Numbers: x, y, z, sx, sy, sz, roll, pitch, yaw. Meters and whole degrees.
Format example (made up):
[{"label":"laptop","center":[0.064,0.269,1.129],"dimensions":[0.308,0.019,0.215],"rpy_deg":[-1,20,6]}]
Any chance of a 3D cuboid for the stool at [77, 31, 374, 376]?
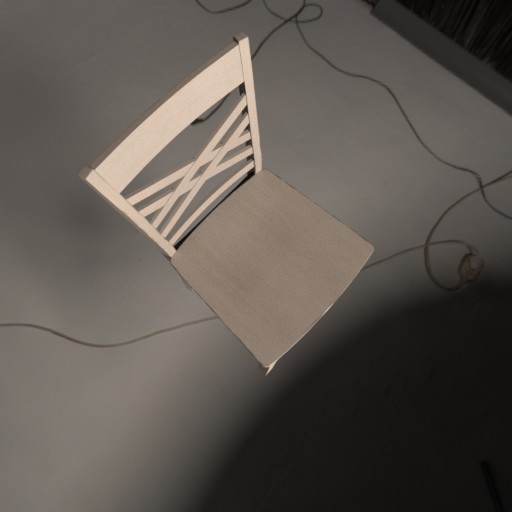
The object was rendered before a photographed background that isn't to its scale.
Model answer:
[{"label":"stool","center":[0.000,0.000,1.362],"dimensions":[0.539,1.079,0.462],"rpy_deg":[42,78,11]}]
